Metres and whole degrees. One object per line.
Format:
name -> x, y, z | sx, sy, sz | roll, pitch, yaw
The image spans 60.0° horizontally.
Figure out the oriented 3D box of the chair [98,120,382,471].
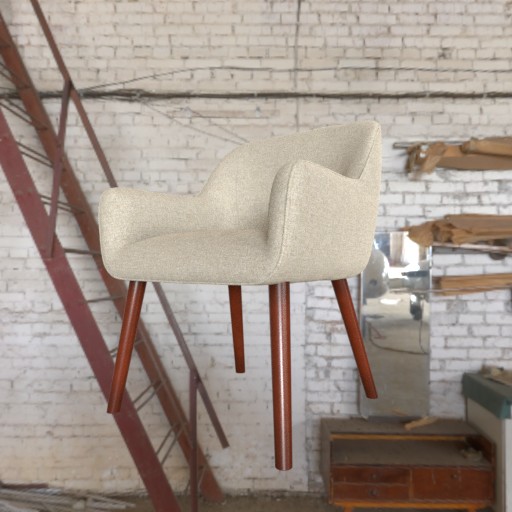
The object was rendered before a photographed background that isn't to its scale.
chair -> 0.000, 0.000, 1.227 | 0.610, 0.813, 0.610 | 0, 0, 36
